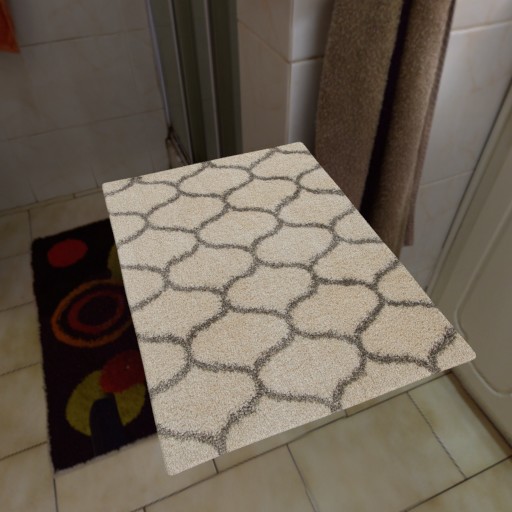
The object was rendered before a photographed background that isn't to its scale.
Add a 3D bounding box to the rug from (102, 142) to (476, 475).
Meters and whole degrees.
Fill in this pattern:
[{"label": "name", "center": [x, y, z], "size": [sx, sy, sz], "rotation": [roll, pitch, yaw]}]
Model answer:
[{"label": "rug", "center": [0.000, 0.000, 2.055], "size": [1.200, 0.025, 1.600], "rotation": [-15, 48, -14]}]
